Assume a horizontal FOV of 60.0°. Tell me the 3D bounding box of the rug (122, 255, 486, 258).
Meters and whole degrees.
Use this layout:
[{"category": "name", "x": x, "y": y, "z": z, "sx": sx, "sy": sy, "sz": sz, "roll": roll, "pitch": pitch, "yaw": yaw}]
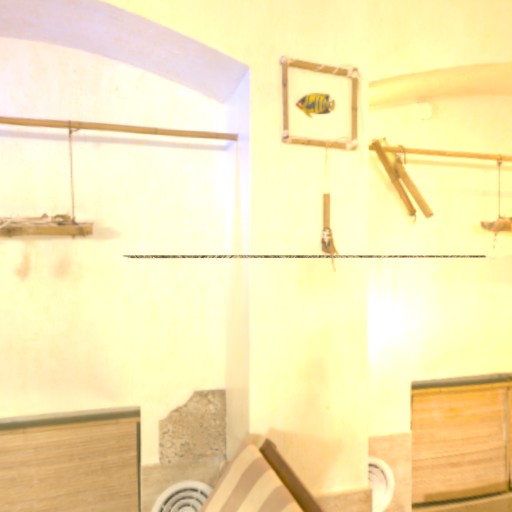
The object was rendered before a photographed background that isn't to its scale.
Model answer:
[{"category": "rug", "x": 0.000, "y": 0.000, "z": 4.303, "sx": 2.448, "sy": 0.017, "sz": 3.204, "roll": 0, "pitch": 0, "yaw": -18}]
